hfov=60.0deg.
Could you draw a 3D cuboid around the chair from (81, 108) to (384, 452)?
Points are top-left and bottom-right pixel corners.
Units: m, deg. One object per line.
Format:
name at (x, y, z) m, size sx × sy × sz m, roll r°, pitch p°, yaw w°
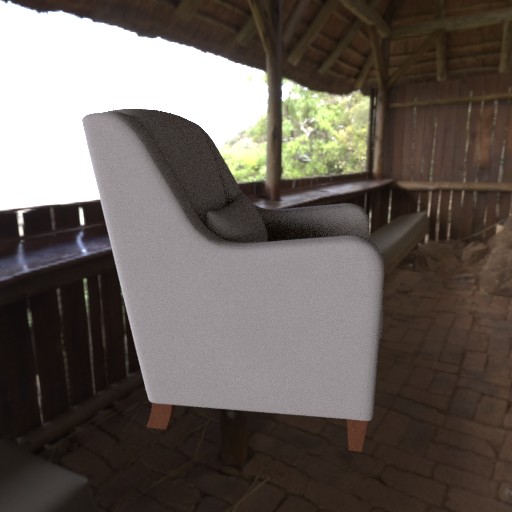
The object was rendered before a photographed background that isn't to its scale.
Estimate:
chair at (0.000, 0.000, 1.593) m, size 0.863 × 1.010 × 0.715 m, roll 3°, pitch 15°, yaw 10°
